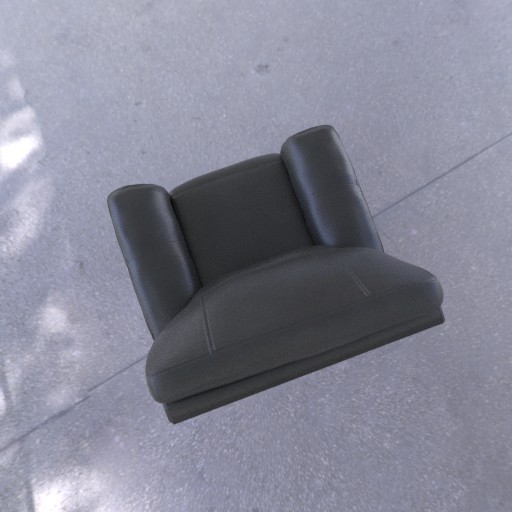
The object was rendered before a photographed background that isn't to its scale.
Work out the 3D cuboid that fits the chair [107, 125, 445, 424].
[{"bbox_3d":[0.000,0.000,1.989,1.096,1.109,1.087,-19,76,-5],"label":"chair"}]
